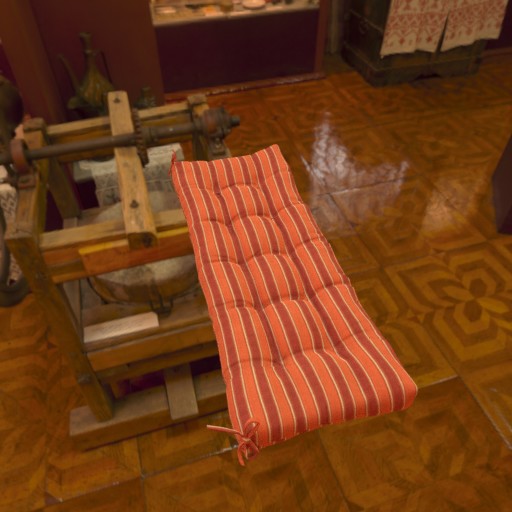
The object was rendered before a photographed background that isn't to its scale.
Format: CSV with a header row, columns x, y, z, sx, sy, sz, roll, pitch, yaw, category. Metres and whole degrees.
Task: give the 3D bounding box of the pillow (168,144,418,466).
x,y,z,sx,sy,sz,roll,pitch,yaw,category
0.000,0.000,1.399,0.511,0.174,1.194,-11,47,-11,pillow
